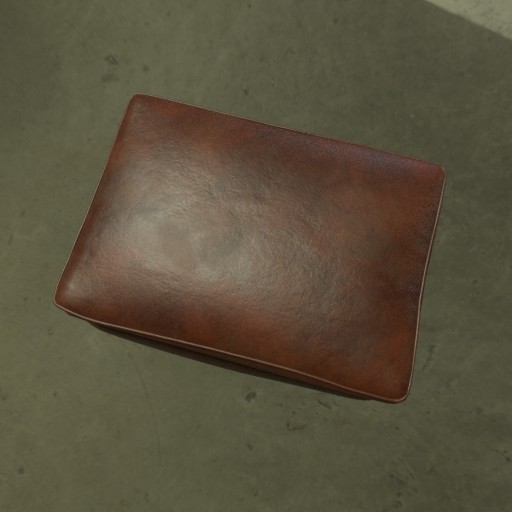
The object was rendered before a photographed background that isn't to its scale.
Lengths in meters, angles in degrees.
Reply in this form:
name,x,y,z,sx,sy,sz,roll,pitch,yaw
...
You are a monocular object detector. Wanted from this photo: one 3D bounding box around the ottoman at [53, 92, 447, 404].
name,x,y,z,sx,sy,sz,roll,pitch,yaw
ottoman,0.000,0.000,0.981,0.665,0.432,0.501,15,76,4
